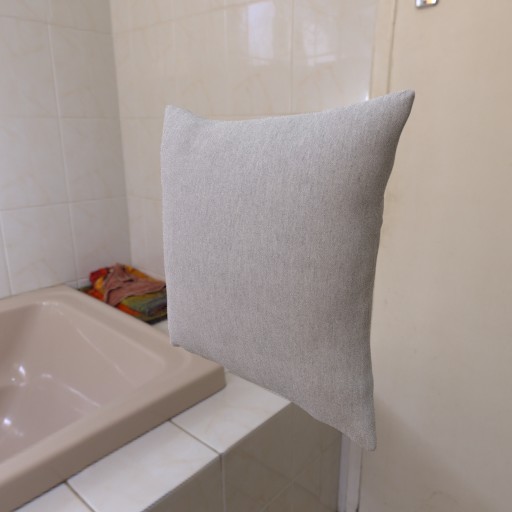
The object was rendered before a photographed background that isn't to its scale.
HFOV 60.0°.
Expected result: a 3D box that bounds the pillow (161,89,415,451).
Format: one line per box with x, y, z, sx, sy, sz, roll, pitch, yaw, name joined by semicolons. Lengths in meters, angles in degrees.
0.000;0.000;0.651;0.433;0.436;0.173;15;22;42;pillow
